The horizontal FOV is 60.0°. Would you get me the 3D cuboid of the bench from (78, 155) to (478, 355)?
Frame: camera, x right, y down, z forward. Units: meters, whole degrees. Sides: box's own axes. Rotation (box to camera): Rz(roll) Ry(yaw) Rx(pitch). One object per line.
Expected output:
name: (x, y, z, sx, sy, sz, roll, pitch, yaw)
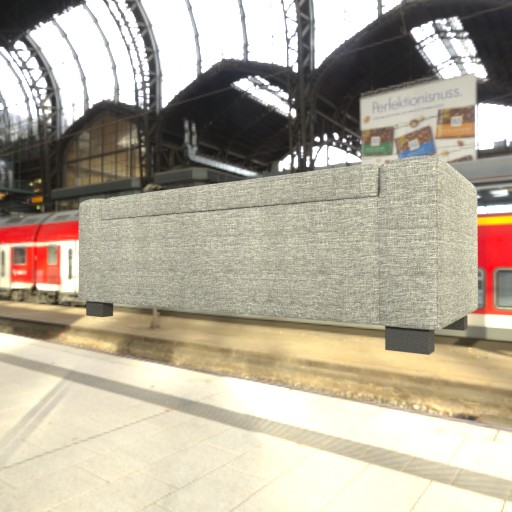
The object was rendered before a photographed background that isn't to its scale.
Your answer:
bench: (0.000, 0.000, 1.508, 1.296, 0.445, 0.508, -1, -1, 35)
